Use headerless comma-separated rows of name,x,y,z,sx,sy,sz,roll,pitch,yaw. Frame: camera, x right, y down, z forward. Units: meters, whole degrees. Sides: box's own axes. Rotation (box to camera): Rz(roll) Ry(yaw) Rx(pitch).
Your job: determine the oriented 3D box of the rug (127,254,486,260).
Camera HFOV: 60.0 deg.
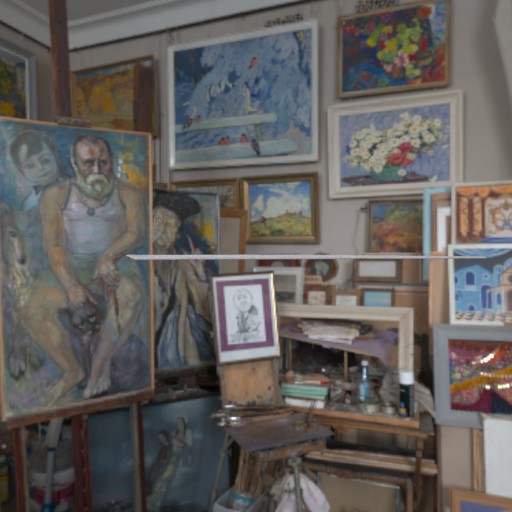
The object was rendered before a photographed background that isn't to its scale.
rug,0.000,0.000,4.427,2.448,0.020,3.359,0,0,-17
